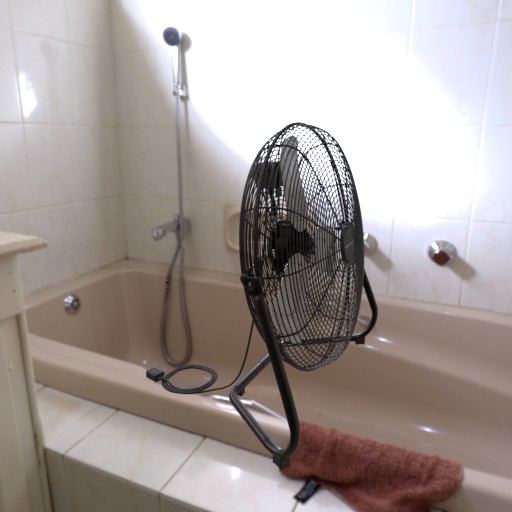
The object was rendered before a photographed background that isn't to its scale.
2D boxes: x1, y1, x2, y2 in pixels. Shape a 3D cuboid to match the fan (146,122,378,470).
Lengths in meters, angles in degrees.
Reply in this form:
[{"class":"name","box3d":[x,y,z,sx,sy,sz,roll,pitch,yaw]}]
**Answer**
[{"class":"fan","box3d":[0.000,0.000,0.948,0.424,0.546,0.555,7,16,26]}]
